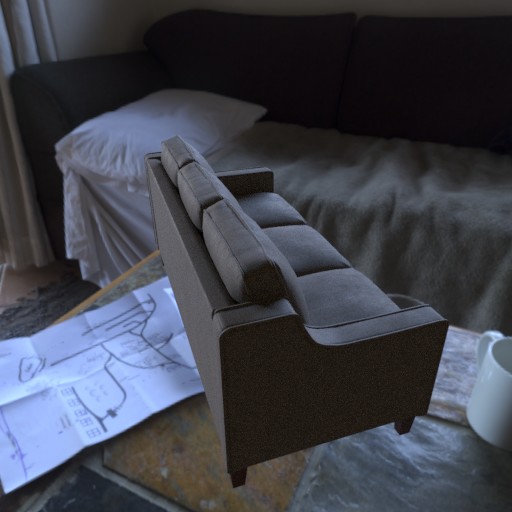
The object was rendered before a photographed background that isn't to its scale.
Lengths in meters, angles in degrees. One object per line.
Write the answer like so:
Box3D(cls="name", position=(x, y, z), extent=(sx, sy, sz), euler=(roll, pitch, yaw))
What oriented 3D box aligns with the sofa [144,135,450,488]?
Box3D(cls="sofa", position=(0.000, 0.000, 2.438), extent=(0.911, 0.974, 1.986), euler=(-9, 30, -16))
